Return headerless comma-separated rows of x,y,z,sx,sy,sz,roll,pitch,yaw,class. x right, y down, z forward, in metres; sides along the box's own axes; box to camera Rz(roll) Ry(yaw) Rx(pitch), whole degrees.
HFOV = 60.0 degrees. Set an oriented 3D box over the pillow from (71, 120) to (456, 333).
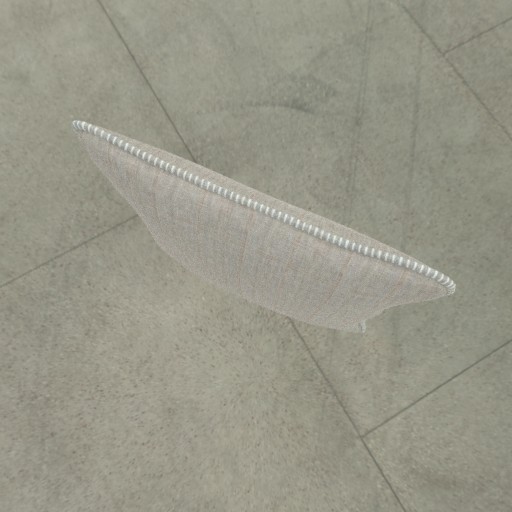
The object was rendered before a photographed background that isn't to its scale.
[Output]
0.000,0.000,0.723,0.485,0.494,0.124,24,76,6,pillow
